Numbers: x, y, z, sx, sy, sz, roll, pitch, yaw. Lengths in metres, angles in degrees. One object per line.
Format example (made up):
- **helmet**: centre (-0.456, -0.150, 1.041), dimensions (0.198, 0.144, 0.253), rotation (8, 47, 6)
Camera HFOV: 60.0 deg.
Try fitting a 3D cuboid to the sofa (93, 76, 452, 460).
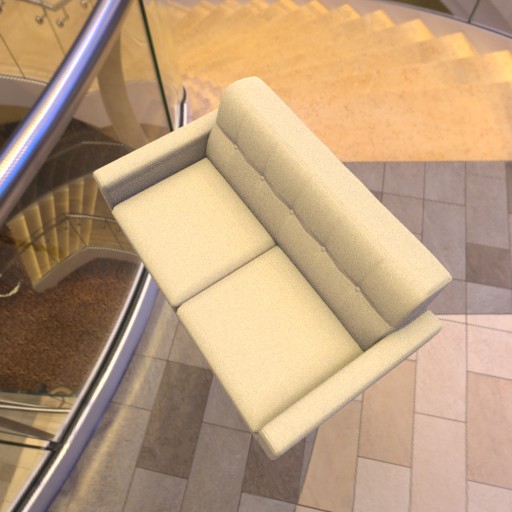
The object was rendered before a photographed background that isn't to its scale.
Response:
- **sofa**: centre (0.000, 0.000, 2.269), dimensions (0.980, 0.892, 1.655), rotation (-32, 68, -15)
